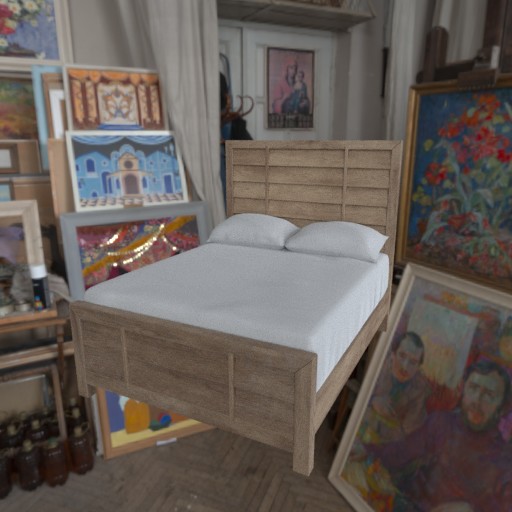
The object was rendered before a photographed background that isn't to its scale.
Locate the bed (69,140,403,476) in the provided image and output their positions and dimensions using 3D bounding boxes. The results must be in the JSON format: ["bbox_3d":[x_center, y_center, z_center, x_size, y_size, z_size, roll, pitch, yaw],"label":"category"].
[{"bbox_3d":[0.000,0.000,3.234,1.615,1.631,2.017,7,16,26],"label":"bed"}]
